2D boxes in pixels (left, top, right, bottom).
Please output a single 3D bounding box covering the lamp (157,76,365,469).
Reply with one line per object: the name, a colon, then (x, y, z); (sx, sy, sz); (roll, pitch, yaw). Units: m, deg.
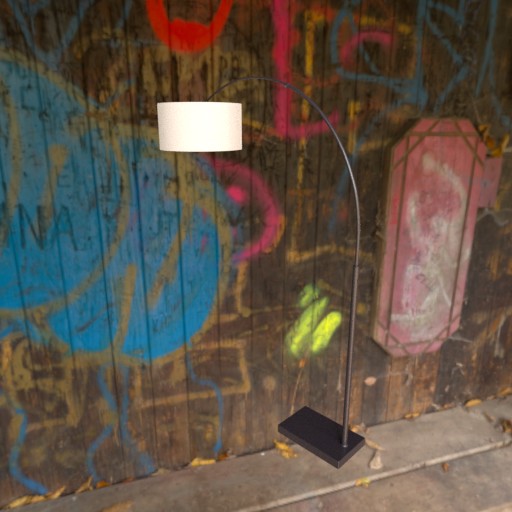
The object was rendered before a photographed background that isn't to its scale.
lamp: (0.000, 0.000, 2.551); (1.424, 1.927, 0.493); (16, 23, 42)
